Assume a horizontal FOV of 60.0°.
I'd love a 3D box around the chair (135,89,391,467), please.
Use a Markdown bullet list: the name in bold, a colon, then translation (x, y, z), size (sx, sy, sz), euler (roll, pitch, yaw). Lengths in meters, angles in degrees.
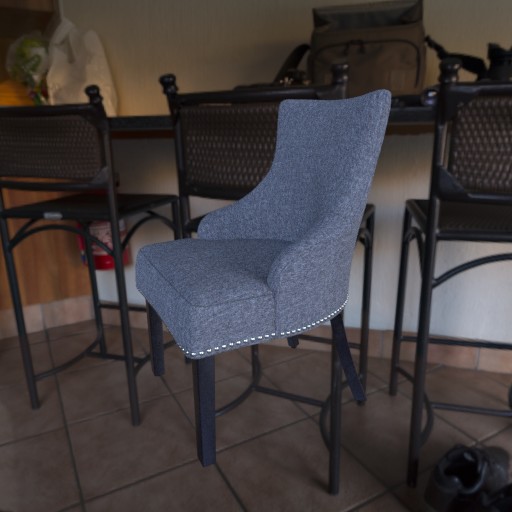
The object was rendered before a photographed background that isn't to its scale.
- **chair**: translation (0.000, 0.000, 1.310), size (0.629, 0.909, 0.566), euler (-8, 18, -26)
